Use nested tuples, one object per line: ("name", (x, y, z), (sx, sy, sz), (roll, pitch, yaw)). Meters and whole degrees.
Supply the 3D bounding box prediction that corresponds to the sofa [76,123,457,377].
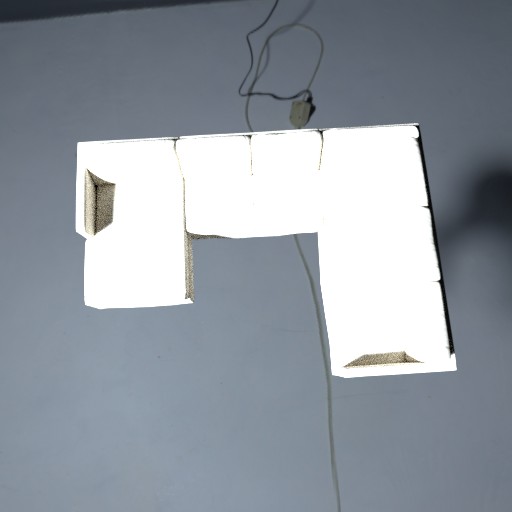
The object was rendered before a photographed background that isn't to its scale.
("sofa", (0.000, 0.000, 4.422), (3.464, 0.882, 2.448), (-4, 78, -1))
